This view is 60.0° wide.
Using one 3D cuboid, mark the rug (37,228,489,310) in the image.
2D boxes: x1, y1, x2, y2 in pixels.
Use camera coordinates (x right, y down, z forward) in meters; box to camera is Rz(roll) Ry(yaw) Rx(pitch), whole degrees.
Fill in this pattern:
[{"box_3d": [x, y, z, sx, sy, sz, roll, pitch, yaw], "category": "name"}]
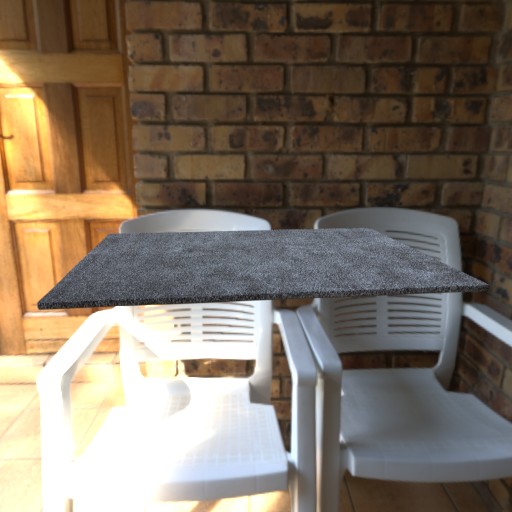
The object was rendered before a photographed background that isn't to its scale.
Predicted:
[{"box_3d": [0.000, 0.000, 2.124, 1.601, 0.025, 1.198, -2, 14, -7], "category": "rug"}]
